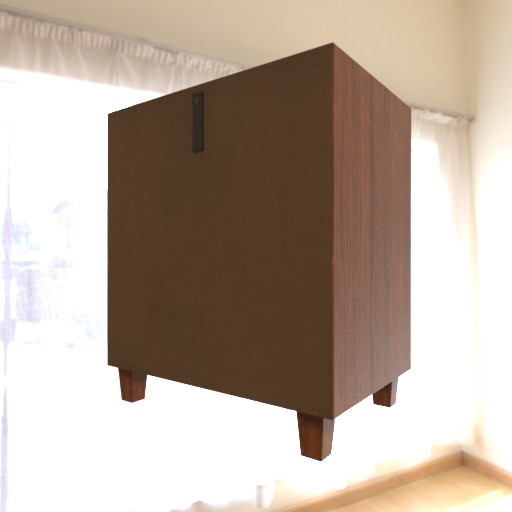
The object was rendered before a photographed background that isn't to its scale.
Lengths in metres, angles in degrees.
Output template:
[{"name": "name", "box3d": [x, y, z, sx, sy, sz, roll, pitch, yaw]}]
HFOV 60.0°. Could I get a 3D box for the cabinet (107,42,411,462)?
[{"name": "cabinet", "box3d": [0.000, 0.000, 1.058, 0.607, 0.695, 0.410, 0, 0, 37]}]
